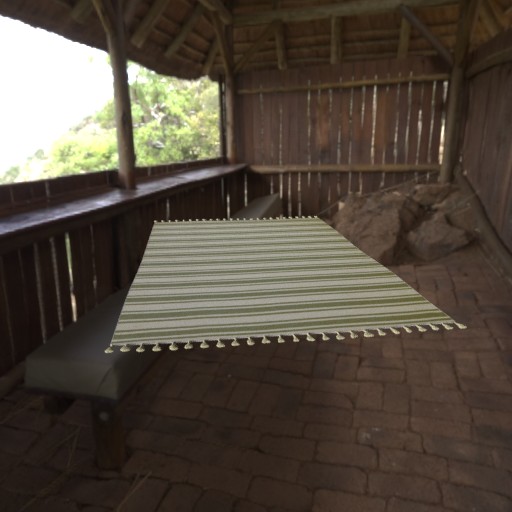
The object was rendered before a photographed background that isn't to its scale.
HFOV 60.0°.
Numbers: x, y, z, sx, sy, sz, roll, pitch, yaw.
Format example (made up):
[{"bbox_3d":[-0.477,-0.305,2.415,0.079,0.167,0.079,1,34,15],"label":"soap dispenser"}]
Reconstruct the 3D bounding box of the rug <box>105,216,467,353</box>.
[{"bbox_3d":[0.000,0.000,2.266,1.162,0.013,1.875,-2,17,-8],"label":"rug"}]
